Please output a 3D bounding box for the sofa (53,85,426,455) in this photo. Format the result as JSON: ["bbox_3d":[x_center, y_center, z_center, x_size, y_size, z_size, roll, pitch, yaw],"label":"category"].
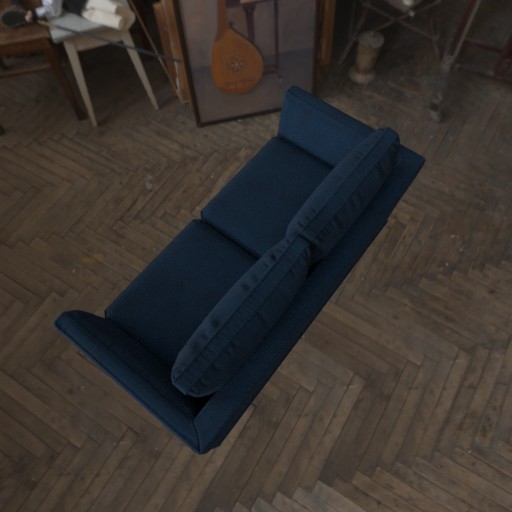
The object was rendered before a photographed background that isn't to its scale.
[{"bbox_3d":[0.000,0.000,2.297,0.853,1.002,1.770,35,69,15],"label":"sofa"}]
